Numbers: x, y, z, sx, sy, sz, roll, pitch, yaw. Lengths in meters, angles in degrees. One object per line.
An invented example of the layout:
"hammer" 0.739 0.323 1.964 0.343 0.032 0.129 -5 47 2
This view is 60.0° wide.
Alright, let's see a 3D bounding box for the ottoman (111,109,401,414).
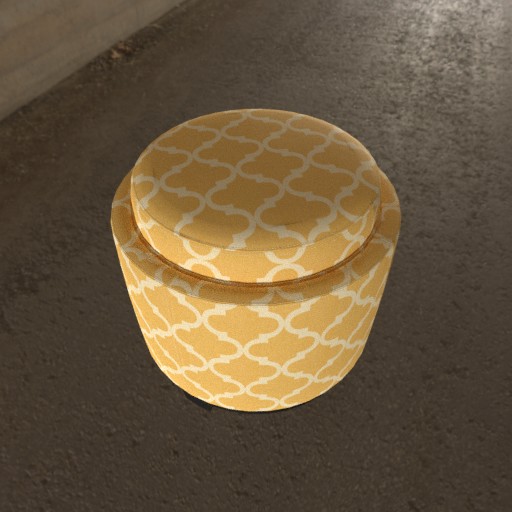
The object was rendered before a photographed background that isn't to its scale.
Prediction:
"ottoman" 0.000 0.000 0.838 0.480 0.429 0.480 0 45 0
